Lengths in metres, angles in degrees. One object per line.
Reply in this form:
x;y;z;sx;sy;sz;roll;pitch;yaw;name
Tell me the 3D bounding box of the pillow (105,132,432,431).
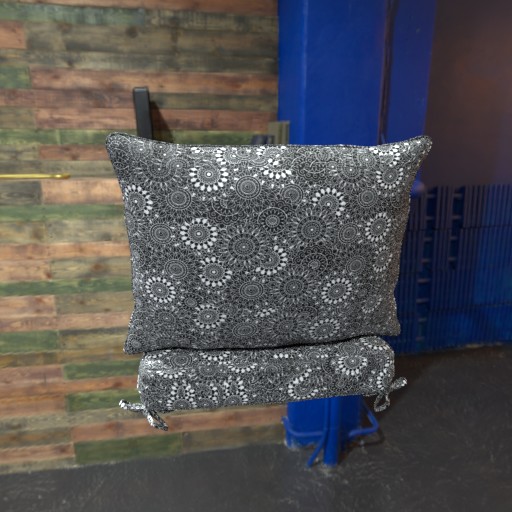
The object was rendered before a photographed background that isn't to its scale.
0.000;0.000;1.375;0.798;0.722;0.740;-2;14;-8;pillow
